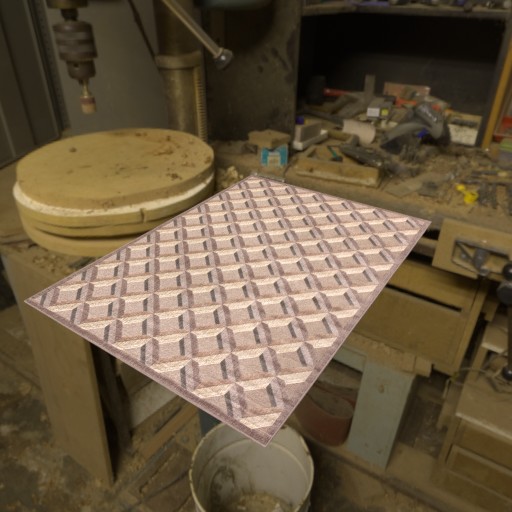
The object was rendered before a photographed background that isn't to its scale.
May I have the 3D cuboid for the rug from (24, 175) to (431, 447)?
[{"bbox_3d":[0.000,0.000,4.226,2.382,0.018,3.294,20,37,28],"label":"rug"}]
